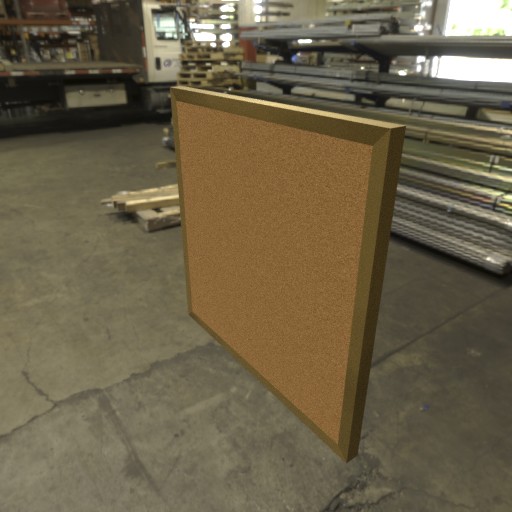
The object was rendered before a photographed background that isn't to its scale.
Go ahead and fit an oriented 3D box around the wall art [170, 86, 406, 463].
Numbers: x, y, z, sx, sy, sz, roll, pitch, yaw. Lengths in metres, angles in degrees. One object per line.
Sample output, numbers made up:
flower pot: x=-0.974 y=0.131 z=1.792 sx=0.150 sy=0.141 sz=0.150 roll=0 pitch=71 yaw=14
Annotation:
wall art: x=0.000 y=0.000 z=1.146 sx=0.038 sy=0.762 sz=0.762 roll=-18 pitch=32 yaw=-32
